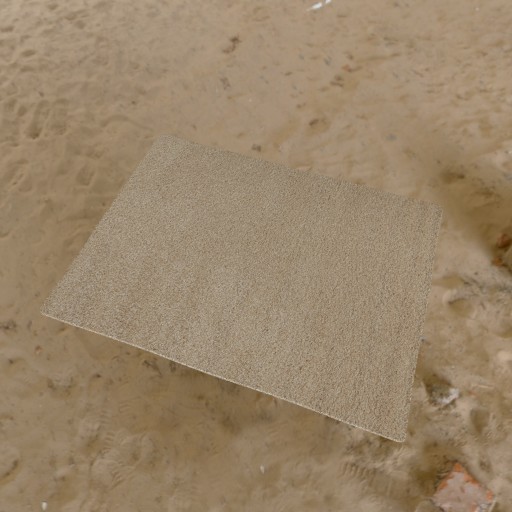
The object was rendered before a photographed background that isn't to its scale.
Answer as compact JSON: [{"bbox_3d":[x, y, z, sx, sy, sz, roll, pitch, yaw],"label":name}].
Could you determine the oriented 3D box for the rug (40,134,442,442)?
[{"bbox_3d":[0.000,0.000,2.105,1.600,0.025,1.199,17,59,10],"label":"rug"}]
